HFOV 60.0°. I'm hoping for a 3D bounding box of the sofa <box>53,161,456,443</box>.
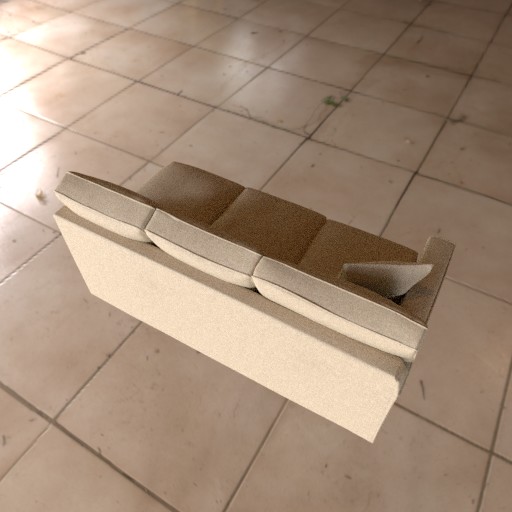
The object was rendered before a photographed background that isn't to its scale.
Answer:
[{"bbox_3d":[0.000,0.000,2.564,1.962,0.946,1.034,23,52,19],"label":"sofa"}]
